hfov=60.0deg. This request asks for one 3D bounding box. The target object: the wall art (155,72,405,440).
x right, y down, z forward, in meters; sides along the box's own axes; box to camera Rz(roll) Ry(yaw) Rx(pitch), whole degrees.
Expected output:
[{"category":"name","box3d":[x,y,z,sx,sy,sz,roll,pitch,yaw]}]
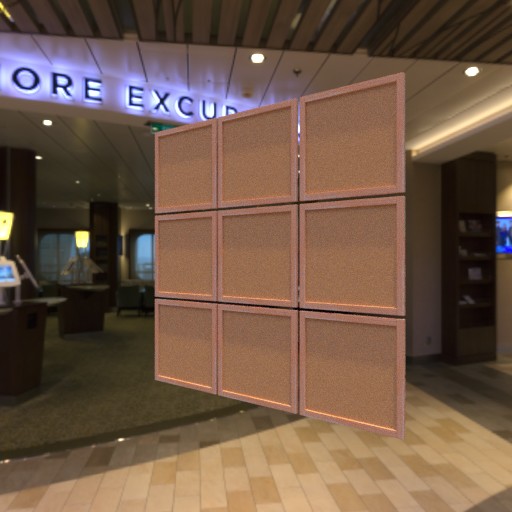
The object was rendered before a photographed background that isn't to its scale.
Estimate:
[{"category":"wall art","box3d":[0.000,0.000,1.368,0.911,0.910,0.012,0,0,36]}]
